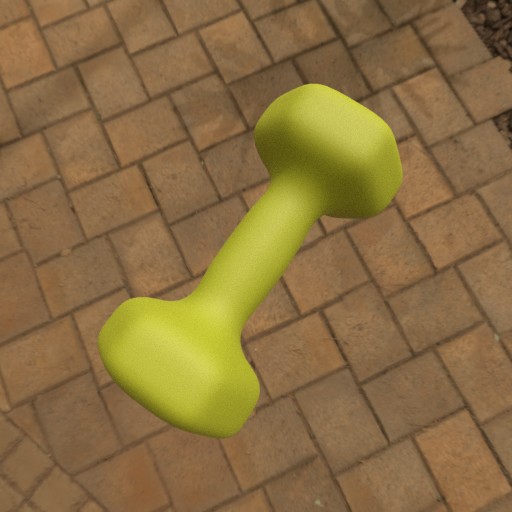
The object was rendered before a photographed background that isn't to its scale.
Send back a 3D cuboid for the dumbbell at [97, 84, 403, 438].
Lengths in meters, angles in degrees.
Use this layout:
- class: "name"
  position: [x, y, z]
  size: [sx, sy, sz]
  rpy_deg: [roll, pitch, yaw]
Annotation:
- class: "dumbbell"
  position: [0.000, 0.000, 0.213]
  size: [0.080, 0.072, 0.164]
  rpy_deg: [35, 80, 7]
